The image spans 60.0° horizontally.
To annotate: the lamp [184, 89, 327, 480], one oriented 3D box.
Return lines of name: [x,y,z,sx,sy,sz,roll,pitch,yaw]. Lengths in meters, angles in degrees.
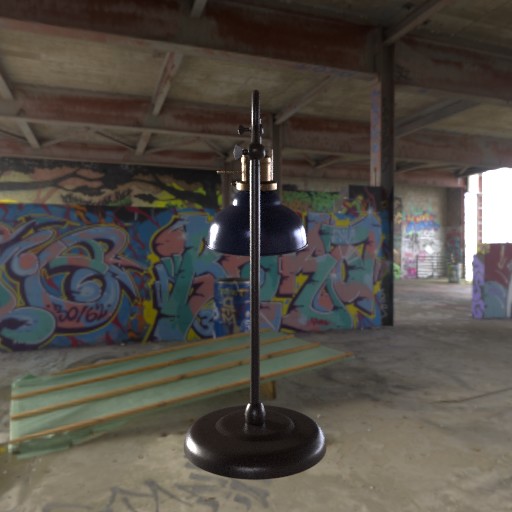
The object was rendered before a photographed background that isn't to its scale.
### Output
lamp: [0.000,0.000,0.691,0.192,0.508,0.374,0,1,1]
